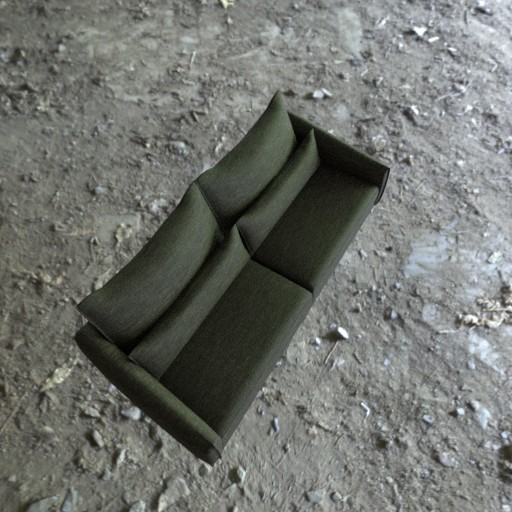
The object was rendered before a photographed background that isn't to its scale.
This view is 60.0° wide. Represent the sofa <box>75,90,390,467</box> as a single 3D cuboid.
[{"bbox_3d":[0.000,0.000,2.499,0.807,0.843,2.019,28,62,17],"label":"sofa"}]
